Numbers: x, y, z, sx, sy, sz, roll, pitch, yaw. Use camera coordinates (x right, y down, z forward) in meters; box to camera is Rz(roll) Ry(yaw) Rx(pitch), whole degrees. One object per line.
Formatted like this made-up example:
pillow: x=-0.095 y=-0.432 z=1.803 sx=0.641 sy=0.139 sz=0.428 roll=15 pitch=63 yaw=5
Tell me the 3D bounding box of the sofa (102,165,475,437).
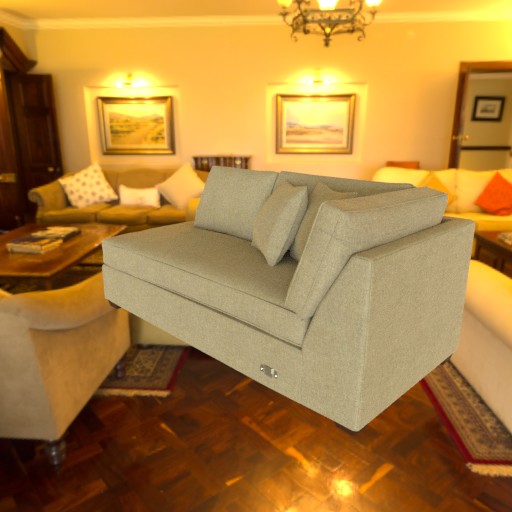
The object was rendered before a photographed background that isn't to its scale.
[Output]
sofa: x=0.000 y=0.000 z=2.827 sx=2.238 sy=1.019 sz=1.110 roll=15 pitch=22 yaw=43
